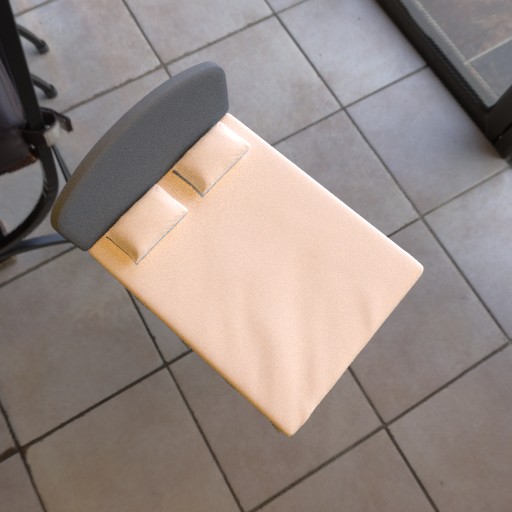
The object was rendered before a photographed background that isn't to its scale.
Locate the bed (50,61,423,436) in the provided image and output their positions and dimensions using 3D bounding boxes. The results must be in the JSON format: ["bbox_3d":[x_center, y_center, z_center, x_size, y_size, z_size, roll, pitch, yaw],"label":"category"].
[{"bbox_3d":[0.000,0.000,3.037,2.005,1.410,1.607,40,79,10],"label":"bed"}]
